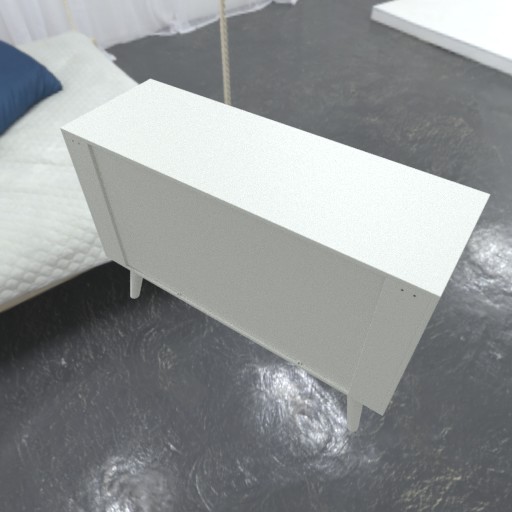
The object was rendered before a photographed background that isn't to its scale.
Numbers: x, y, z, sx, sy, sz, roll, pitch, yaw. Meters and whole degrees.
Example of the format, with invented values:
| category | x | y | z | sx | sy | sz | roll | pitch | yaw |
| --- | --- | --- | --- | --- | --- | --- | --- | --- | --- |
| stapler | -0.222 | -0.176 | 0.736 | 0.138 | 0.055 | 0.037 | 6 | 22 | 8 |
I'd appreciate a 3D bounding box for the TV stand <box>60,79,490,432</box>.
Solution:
| category | x | y | z | sx | sy | sz | roll | pitch | yaw |
| --- | --- | --- | --- | --- | --- | --- | --- | --- | --- |
| TV stand | 0.000 | 0.000 | 1.557 | 1.193 | 0.812 | 0.406 | 26 | 52 | 22 |
